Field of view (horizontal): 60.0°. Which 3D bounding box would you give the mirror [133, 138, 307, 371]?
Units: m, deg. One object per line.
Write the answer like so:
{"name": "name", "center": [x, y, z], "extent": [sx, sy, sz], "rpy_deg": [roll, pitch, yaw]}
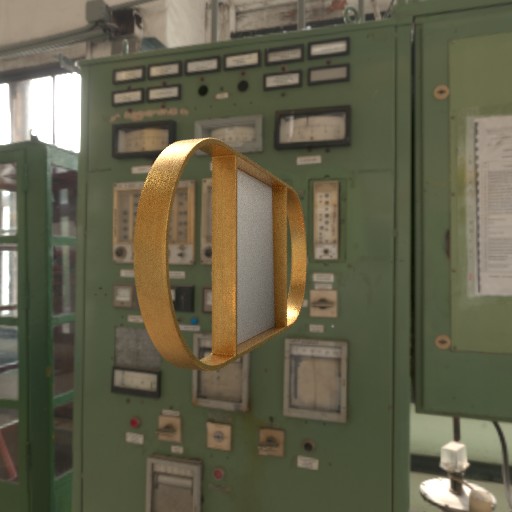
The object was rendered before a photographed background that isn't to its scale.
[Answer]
{"name": "mirror", "center": [0.000, 0.000, 0.656], "extent": [0.032, 0.254, 0.584], "rpy_deg": [0, -1, 18]}
